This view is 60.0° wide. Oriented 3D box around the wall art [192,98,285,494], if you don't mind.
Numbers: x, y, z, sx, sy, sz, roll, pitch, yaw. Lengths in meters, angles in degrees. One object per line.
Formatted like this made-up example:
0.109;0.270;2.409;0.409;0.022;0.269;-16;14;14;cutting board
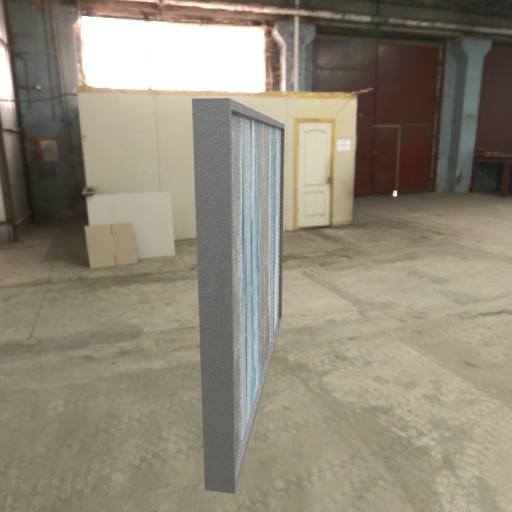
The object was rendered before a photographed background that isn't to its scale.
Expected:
0.000;0.000;0.748;0.037;0.450;0.557;2;14;9;wall art
